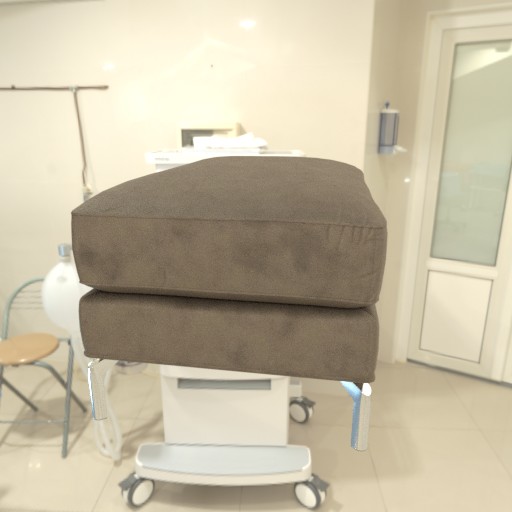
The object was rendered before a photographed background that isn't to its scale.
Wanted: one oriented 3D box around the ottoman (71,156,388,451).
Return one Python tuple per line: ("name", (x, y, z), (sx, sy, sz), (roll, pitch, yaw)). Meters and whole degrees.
("ottoman", (0.000, 0.000, 1.056), (0.520, 0.456, 0.719), (3, 17, 9))
